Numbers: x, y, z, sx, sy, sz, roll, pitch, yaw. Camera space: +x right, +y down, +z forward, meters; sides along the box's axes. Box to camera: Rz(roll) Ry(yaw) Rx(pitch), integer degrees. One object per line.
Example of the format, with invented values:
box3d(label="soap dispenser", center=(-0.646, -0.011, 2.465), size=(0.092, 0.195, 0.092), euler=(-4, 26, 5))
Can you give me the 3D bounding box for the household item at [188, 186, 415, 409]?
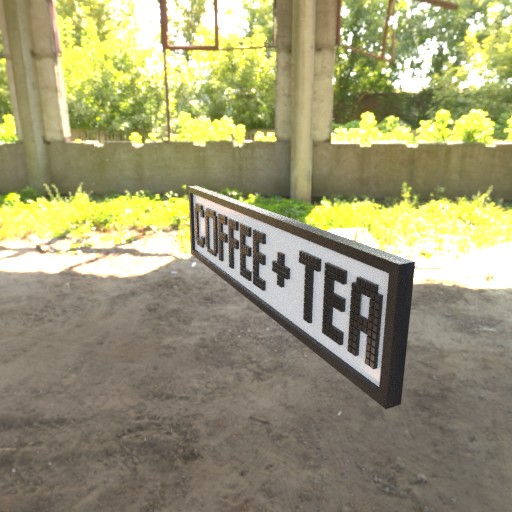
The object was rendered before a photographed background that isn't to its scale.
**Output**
box3d(label="household item", center=(0.000, 0.000, 1.096), size=(0.030, 0.236, 1.001), euler=(-7, 17, -24))
